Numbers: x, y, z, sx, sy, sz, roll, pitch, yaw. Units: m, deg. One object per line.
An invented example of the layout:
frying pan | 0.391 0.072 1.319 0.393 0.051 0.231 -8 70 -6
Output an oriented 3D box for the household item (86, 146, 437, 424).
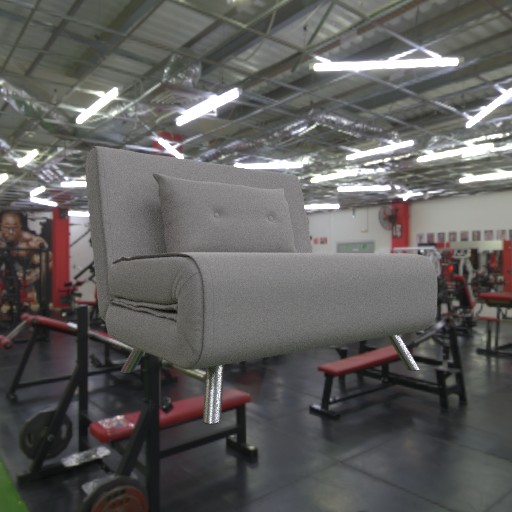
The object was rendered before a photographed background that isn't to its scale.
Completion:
household item | 0.000 0.000 1.619 1.000 0.800 0.874 0 0 -37
